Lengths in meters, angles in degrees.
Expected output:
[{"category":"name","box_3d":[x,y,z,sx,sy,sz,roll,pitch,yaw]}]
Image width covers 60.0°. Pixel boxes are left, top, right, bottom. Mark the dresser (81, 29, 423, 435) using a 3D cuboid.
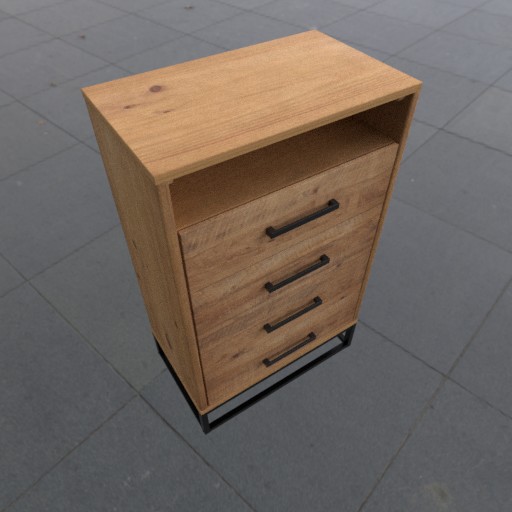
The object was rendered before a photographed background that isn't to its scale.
[{"category":"dresser","box_3d":[0.000,0.000,1.576,0.761,1.240,0.479,-25,51,-22]}]
